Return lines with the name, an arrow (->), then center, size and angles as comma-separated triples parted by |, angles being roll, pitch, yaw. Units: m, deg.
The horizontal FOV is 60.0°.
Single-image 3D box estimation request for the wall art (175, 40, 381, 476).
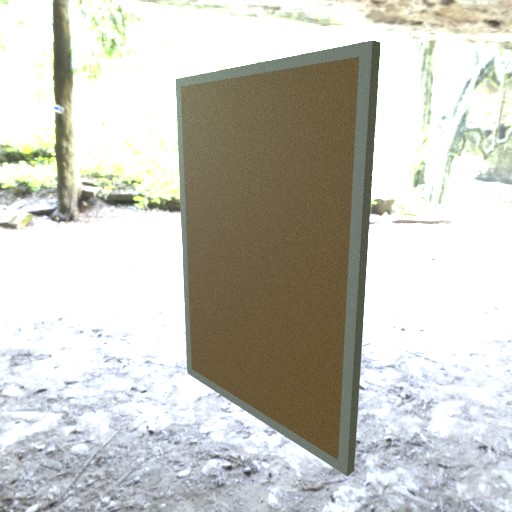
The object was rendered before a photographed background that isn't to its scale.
wall art -> 0.000, 0.000, 0.537 | 0.013, 0.433, 0.303 | -13, 19, -41
